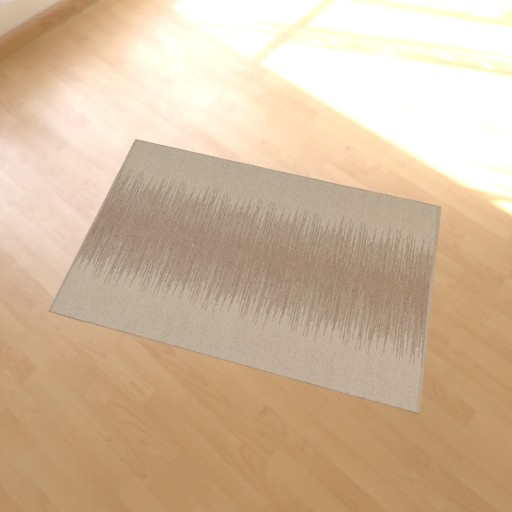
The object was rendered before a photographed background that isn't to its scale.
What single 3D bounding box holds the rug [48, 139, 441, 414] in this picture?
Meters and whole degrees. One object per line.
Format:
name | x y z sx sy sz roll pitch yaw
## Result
rug | 0.000 0.000 3.110 2.440 0.012 1.522 14 65 7
